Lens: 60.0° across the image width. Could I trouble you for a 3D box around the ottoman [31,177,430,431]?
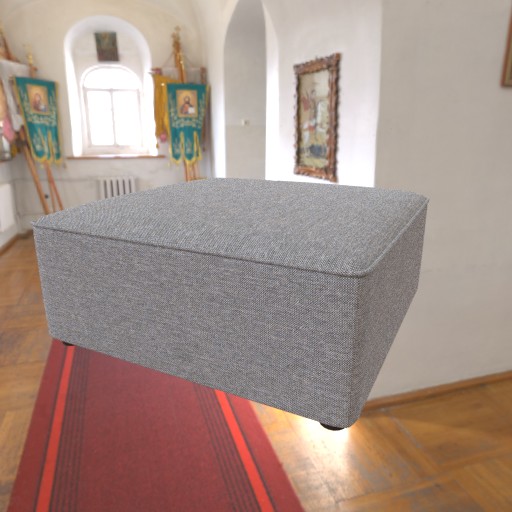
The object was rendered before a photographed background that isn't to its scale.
[{"bbox_3d":[0.000,0.000,1.548,1.005,0.455,1.005,9,19,26],"label":"ottoman"}]
